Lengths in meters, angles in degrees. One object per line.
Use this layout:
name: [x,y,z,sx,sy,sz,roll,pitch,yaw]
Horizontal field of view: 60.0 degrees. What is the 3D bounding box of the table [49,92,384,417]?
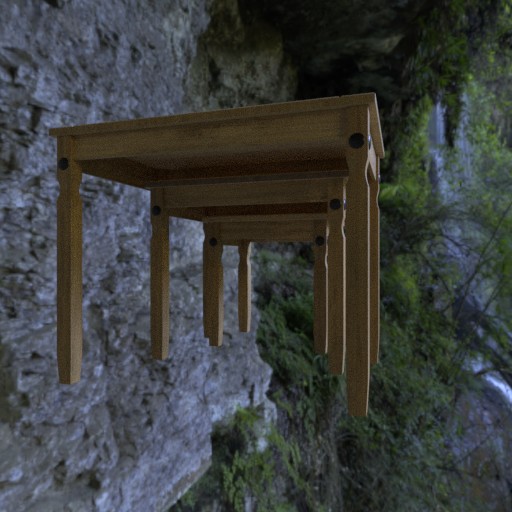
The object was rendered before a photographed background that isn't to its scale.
table: [0.000,0.000,1.191,0.660,0.535,0.773,0,0,18]
